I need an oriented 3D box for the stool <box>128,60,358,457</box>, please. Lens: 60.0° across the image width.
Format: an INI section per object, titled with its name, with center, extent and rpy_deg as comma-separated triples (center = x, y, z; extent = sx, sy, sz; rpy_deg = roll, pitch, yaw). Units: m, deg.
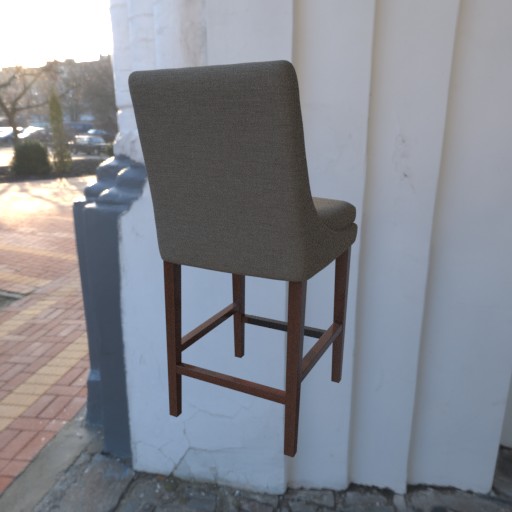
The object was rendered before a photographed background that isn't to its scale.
[stool]
center = 0.000, 0.000, 1.305
extent = 0.470, 0.981, 0.577
rpy_deg = 8, 18, 26
